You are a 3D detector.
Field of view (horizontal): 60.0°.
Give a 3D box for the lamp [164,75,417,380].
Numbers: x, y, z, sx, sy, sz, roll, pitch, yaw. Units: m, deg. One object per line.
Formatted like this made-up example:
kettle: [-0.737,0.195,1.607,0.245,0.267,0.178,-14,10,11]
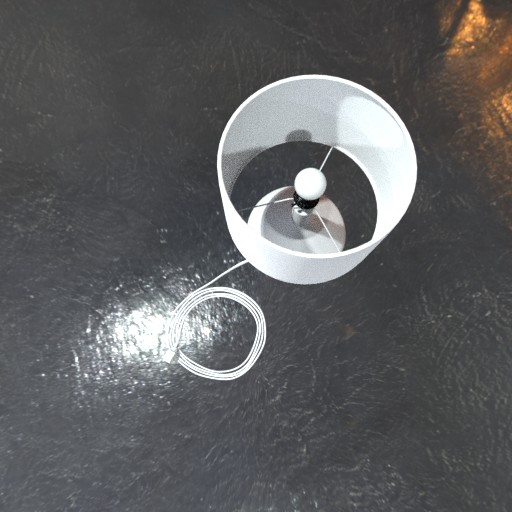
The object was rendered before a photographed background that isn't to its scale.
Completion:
lamp: [0.000,0.000,0.873,0.546,0.457,0.401,-22,77,-5]
